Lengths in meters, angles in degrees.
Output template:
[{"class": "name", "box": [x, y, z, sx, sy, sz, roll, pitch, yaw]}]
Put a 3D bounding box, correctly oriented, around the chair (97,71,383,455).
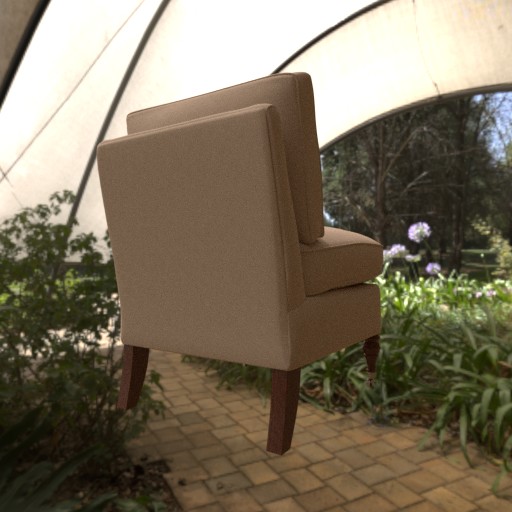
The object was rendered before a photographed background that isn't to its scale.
[{"class": "chair", "box": [0.000, 0.000, 1.655, 0.724, 1.052, 0.912, 0, 0, 34]}]
